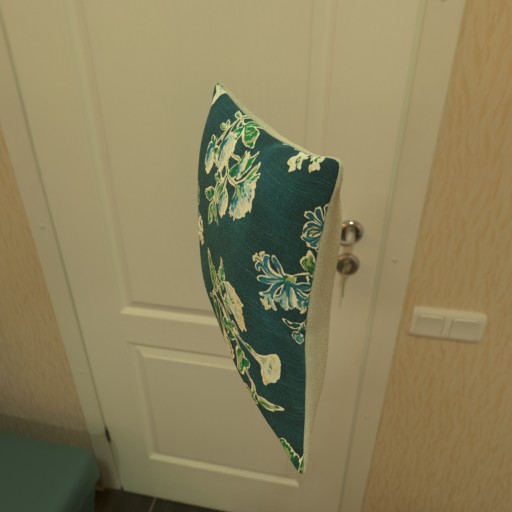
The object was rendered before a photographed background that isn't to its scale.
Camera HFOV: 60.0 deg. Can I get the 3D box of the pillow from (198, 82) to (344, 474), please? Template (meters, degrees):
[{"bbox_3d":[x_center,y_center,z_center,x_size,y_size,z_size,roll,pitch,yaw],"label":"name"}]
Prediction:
[{"bbox_3d":[0.000,0.000,0.786,0.166,0.508,0.525,-9,31,-15],"label":"pillow"}]
